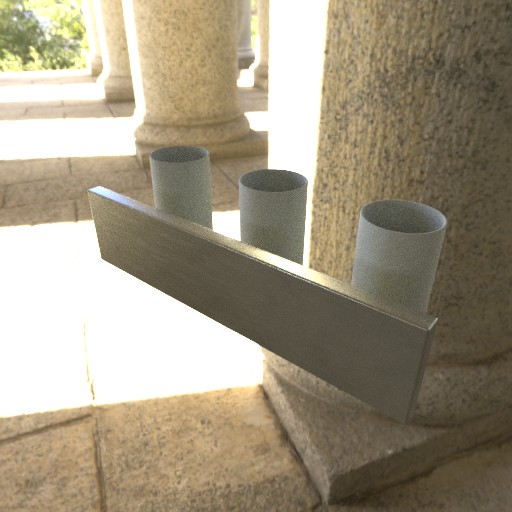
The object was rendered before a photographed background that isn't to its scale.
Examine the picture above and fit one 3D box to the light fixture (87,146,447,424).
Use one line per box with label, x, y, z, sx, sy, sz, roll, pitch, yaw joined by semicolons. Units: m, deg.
light fixture;0.000;0.000;0.527;0.451;0.172;0.145;22;36;33
